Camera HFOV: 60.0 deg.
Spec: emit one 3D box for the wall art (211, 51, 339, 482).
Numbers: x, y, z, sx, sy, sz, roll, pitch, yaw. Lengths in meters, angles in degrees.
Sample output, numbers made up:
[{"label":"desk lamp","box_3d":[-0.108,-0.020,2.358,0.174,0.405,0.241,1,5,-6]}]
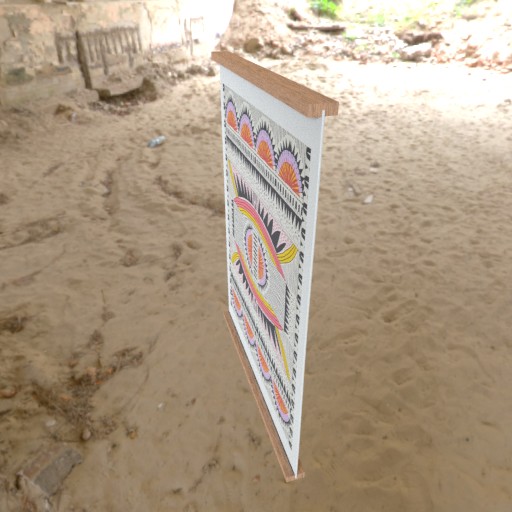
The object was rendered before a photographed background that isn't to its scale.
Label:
[{"label":"wall art","box_3d":[0.000,0.000,0.673,0.028,0.527,0.403,-9,32,-14]}]
